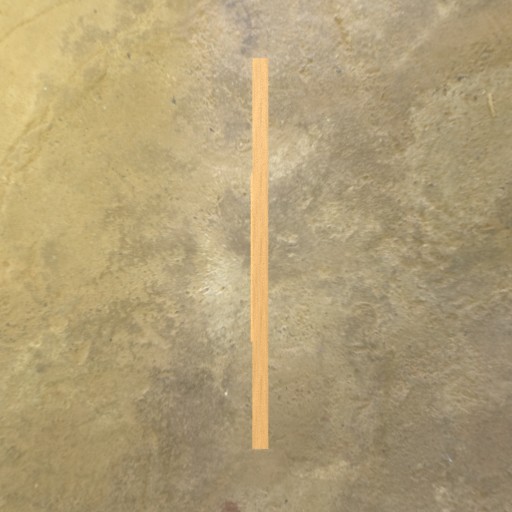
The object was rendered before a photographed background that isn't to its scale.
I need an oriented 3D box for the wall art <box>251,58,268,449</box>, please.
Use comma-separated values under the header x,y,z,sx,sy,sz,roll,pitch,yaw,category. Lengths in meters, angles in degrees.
x,y,z,sx,sy,sz,roll,pitch,yaw,category
0.000,0.000,1.879,0.040,1.510,0.991,0,89,-1,wall art
